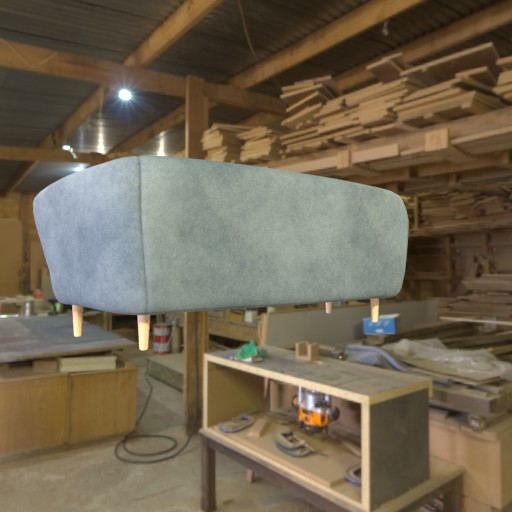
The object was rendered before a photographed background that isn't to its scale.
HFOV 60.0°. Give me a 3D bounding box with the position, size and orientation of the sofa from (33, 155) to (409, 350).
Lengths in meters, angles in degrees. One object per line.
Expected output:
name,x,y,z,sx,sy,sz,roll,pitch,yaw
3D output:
sofa,0.000,0.000,2.439,2.095,0.795,0.849,1,-1,-36
